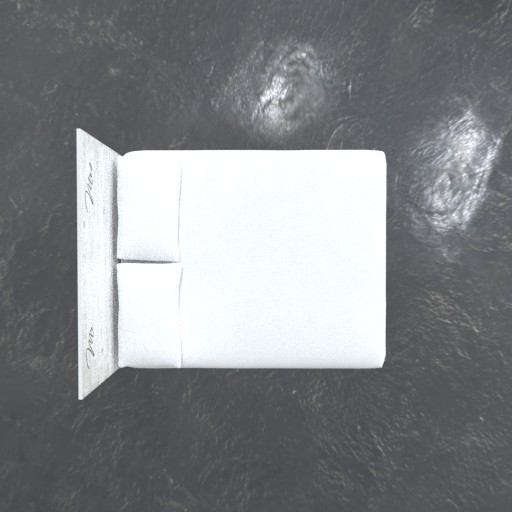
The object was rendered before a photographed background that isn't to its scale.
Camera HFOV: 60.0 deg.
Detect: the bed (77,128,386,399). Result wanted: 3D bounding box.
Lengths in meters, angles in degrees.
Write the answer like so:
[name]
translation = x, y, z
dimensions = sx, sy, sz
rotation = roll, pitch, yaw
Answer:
[bed]
translation = 0.000, 0.000, 3.273
dimensions = 2.094, 1.335, 1.745
rotation = 0, 91, 1
